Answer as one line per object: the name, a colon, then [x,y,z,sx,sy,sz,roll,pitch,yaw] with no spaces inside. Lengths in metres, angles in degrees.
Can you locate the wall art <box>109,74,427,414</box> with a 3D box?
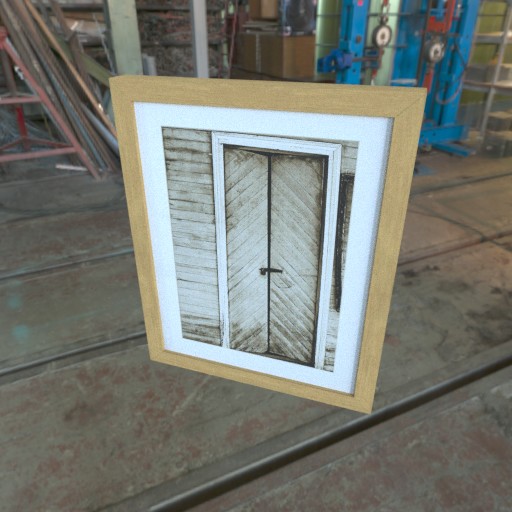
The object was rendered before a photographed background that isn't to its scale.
wall art: [0.000,0.000,0.517,0.312,0.380,0.030,9,30,16]
